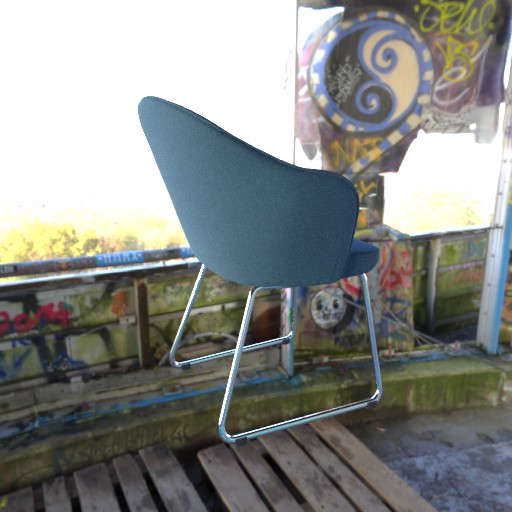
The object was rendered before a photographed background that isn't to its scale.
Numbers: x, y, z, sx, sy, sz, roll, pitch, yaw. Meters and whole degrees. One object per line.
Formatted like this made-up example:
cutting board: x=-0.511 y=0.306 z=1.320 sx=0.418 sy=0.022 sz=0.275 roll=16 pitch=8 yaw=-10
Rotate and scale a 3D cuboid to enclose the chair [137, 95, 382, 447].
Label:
chair: x=0.000 y=0.000 z=1.235 sx=0.585 sy=0.815 sz=0.570 roll=-7 pitch=15 yaw=-26
